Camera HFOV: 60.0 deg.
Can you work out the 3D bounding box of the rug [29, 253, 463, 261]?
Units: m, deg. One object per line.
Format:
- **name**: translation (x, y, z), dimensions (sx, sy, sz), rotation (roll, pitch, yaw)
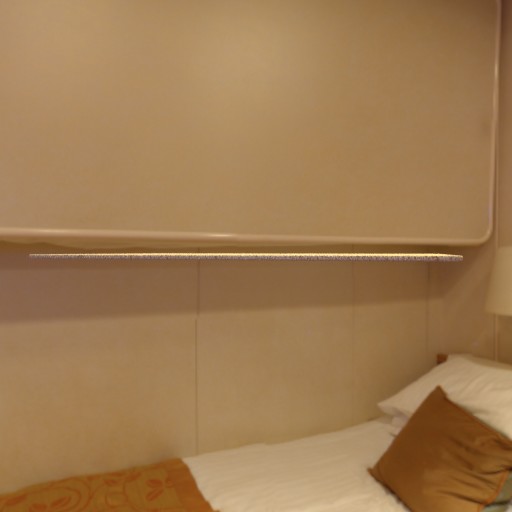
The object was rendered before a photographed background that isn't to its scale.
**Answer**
- **rug**: translation (0.000, 0.000, 2.947), dimensions (2.349, 0.025, 1.500), rotation (0, 1, 19)
